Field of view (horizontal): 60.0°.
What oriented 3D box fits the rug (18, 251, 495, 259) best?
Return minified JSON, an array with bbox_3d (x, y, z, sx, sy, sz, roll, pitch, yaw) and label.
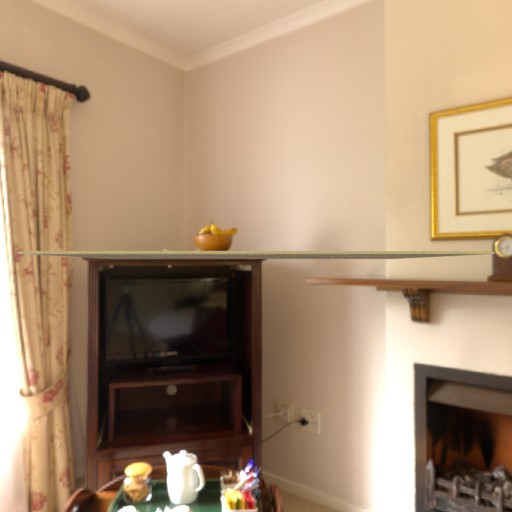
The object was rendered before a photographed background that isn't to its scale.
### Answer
[{"bbox_3d":[0.000,0.000,3.459,2.746,0.018,1.819,0,-1,-1],"label":"rug"}]
